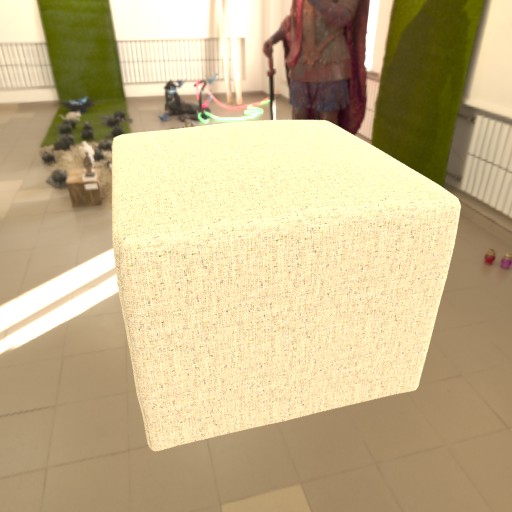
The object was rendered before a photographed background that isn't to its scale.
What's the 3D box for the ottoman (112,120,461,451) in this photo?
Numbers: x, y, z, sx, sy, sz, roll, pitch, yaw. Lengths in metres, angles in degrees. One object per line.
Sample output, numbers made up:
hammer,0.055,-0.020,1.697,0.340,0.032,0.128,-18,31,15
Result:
ottoman,0.000,0.000,0.898,0.512,0.453,0.521,-8,31,-13
